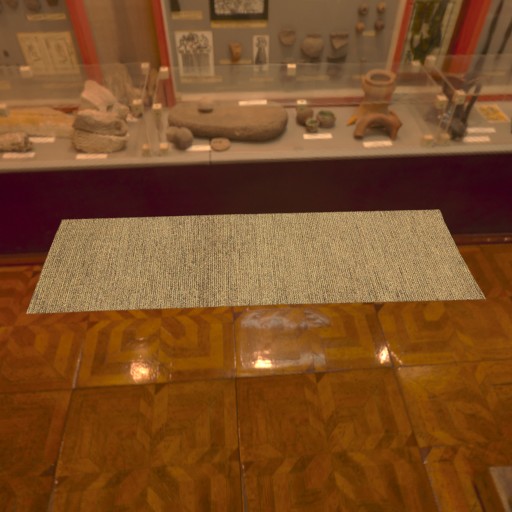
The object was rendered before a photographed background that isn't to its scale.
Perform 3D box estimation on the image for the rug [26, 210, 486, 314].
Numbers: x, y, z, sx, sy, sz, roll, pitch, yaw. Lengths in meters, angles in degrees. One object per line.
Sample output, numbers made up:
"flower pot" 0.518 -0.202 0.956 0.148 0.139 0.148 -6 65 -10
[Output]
"rug" 0.000 0.000 2.480 2.335 0.013 0.697 -2 47 -2
